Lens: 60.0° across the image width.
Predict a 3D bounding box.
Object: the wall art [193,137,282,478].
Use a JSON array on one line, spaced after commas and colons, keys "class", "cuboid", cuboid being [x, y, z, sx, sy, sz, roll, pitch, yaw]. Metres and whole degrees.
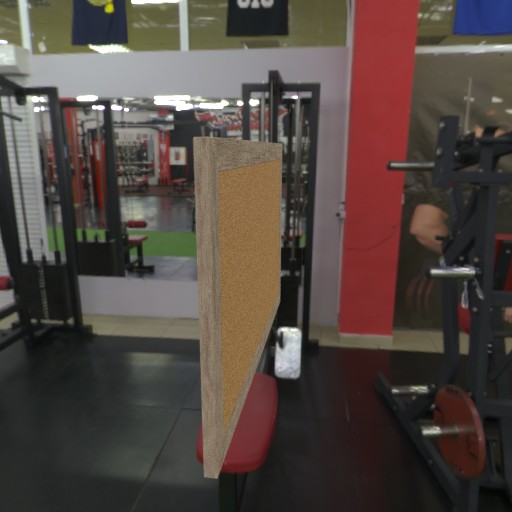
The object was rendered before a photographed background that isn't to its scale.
[{"class": "wall art", "cuboid": [0.000, 0.000, 0.962, 0.021, 0.480, 0.780, 2, 14, 9]}]
